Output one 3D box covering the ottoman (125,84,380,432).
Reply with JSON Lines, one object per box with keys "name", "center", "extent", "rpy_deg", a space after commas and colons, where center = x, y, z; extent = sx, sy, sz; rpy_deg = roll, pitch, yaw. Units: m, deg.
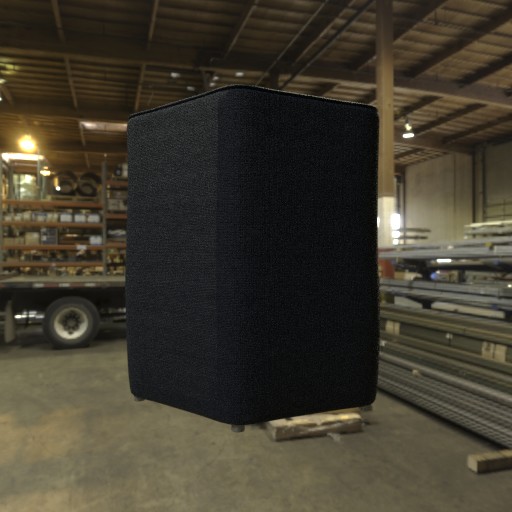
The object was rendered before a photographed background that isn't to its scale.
{"name": "ottoman", "center": [0.000, 0.000, 0.865], "extent": [0.492, 0.505, 0.454], "rpy_deg": [0, 0, -19]}
